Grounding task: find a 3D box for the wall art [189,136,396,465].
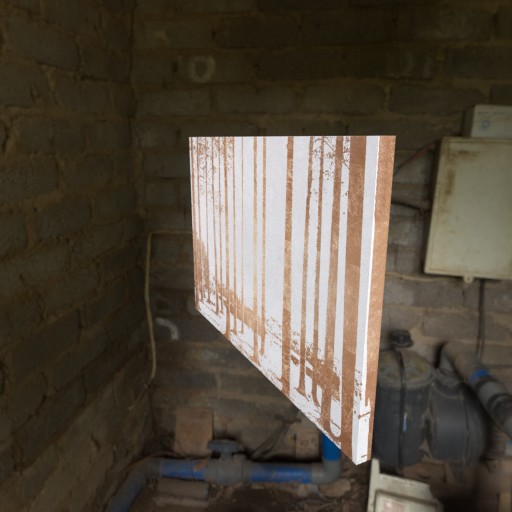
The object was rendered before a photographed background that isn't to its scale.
[{"bbox_3d":[0.000,0.000,1.171,0.035,0.609,0.914,-7,17,-26],"label":"wall art"}]
